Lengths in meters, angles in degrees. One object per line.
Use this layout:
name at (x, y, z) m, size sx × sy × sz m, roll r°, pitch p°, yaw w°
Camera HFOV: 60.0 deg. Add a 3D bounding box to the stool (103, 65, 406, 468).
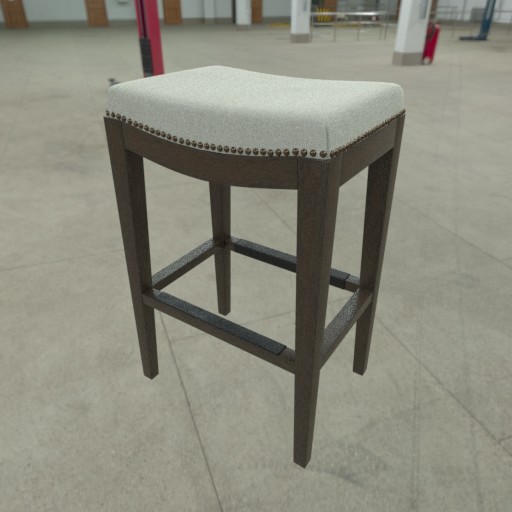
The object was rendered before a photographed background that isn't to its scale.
stool at (0.000, 0.000, 1.028) m, size 0.498 × 0.759 × 0.358 m, roll 19°, pitch 36°, yaw 29°
